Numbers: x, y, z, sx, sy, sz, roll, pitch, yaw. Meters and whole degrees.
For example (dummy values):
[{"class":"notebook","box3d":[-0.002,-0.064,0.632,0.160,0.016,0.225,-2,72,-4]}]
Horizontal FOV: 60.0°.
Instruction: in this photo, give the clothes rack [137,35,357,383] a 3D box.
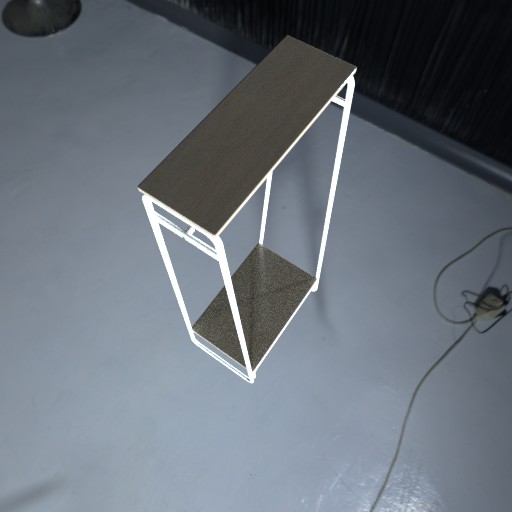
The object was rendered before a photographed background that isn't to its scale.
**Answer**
[{"class":"clothes rack","box3d":[0.000,0.000,1.792,0.400,1.512,0.640,32,68,15]}]
